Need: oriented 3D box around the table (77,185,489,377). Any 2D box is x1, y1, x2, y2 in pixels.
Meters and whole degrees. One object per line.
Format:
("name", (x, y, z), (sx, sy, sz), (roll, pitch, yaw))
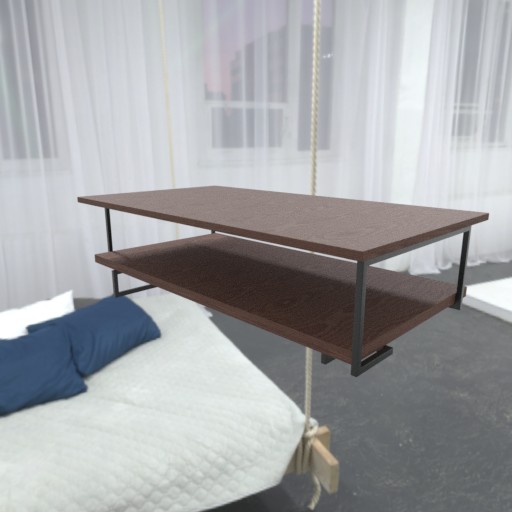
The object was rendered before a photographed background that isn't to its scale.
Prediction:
("table", (0.000, 0.000, 1.470), (0.651, 0.347, 1.197), (-14, 20, -43))
